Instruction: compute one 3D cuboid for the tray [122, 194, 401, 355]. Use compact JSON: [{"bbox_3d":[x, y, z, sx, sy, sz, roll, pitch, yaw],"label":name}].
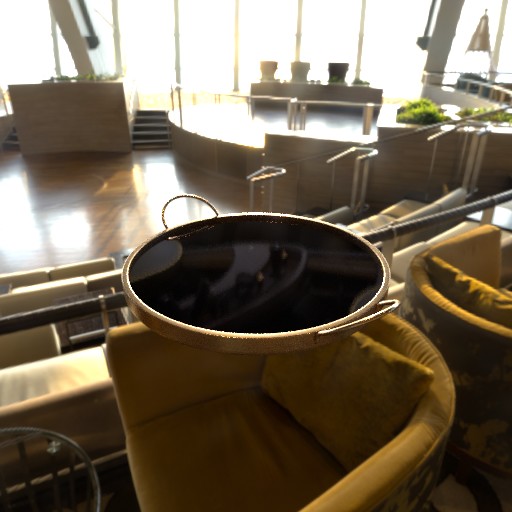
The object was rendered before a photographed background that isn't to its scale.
[{"bbox_3d":[0.000,0.000,0.746,0.438,0.069,0.543,-18,32,-32],"label":"tray"}]
